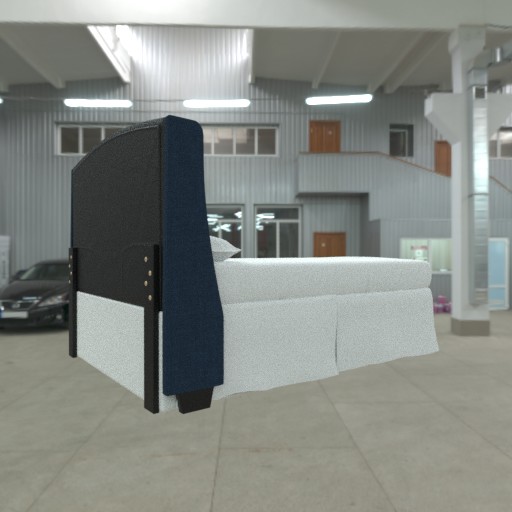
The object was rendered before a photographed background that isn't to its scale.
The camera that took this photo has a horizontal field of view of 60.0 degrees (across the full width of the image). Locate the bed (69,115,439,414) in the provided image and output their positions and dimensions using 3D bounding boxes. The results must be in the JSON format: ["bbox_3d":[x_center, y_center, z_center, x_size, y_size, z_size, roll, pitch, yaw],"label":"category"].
[{"bbox_3d":[0.000,0.000,3.208,2.223,1.402,1.604,0,0,-37],"label":"bed"}]
